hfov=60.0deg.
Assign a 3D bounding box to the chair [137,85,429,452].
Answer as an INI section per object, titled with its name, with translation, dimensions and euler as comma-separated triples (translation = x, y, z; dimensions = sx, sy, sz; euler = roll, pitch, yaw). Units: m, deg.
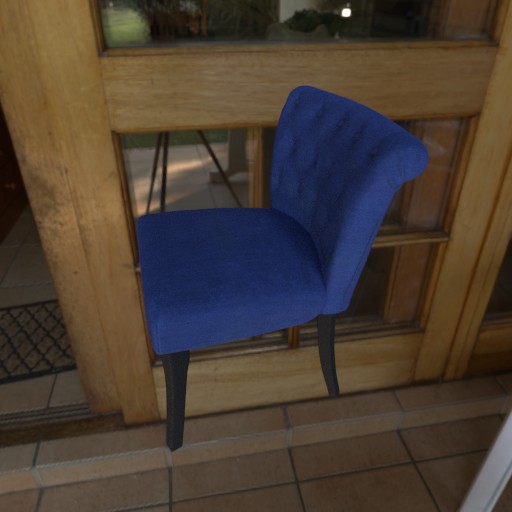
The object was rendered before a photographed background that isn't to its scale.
[chair]
translation = 0.000, 0.000, 1.186
dimensions = 0.606, 0.753, 0.585
euler = -8, 32, -13
